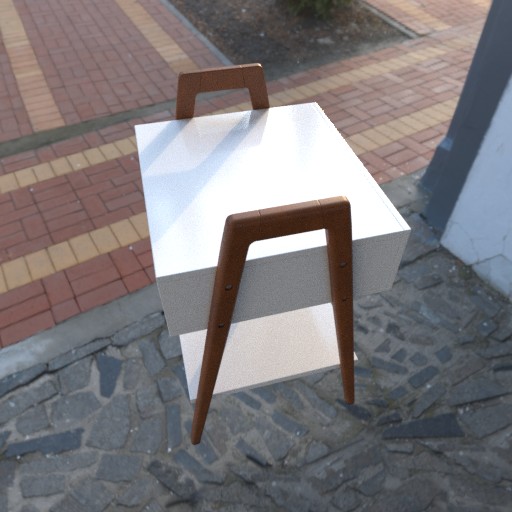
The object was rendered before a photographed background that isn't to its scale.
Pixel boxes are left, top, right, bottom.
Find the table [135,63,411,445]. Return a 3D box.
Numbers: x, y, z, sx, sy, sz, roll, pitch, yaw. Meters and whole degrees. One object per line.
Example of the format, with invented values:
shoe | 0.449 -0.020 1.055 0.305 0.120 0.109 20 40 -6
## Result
table | 0.000 0.000 0.924 0.405 0.610 0.457 -11 47 -10
